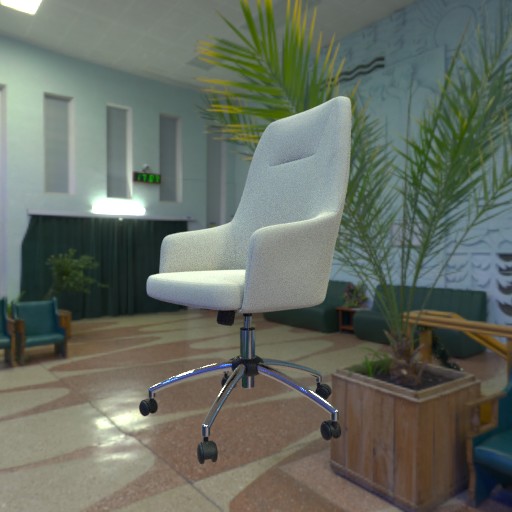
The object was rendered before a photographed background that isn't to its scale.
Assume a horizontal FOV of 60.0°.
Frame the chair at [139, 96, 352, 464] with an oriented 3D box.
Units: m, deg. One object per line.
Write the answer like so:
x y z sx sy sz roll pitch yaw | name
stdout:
0.000 0.000 1.462 0.640 1.049 0.620 0 1 -35 | chair
